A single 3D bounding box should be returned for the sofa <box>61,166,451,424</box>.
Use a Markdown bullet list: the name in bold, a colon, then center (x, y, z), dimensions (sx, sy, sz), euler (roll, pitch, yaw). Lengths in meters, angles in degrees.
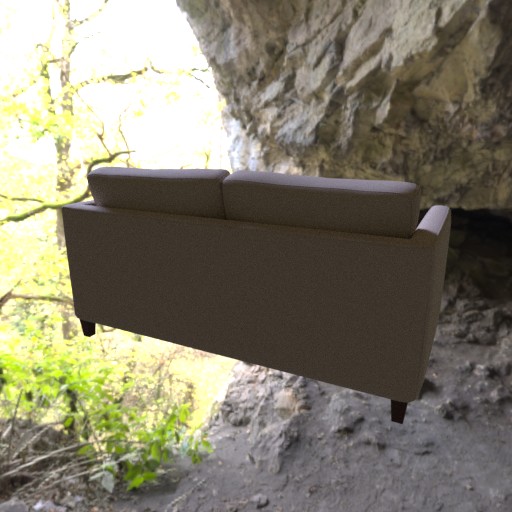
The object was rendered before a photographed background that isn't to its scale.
- **sofa**: center (0.000, 0.000, 2.215), dimensions (1.722, 0.888, 0.873), euler (8, 18, 25)
